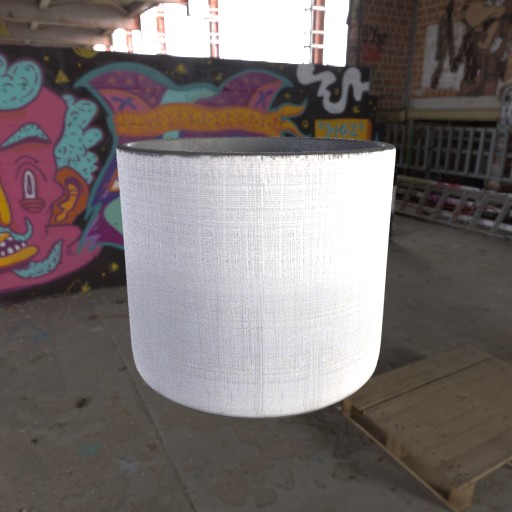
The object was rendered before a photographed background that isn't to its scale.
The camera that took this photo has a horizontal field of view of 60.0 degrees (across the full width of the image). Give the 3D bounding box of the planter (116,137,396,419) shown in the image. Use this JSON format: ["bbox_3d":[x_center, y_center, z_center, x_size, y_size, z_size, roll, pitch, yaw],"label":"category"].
[{"bbox_3d":[0.000,0.000,0.444,0.254,0.221,0.254,0,17,0],"label":"planter"}]
